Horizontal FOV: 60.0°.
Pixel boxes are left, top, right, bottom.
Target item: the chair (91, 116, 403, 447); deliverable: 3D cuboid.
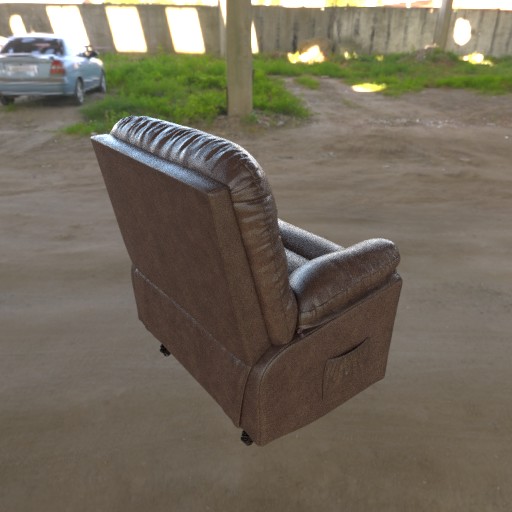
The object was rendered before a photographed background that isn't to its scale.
[{"bbox_3d":[0.000,0.000,1.720,0.879,1.041,0.940,-19,33,-33],"label":"chair"}]
